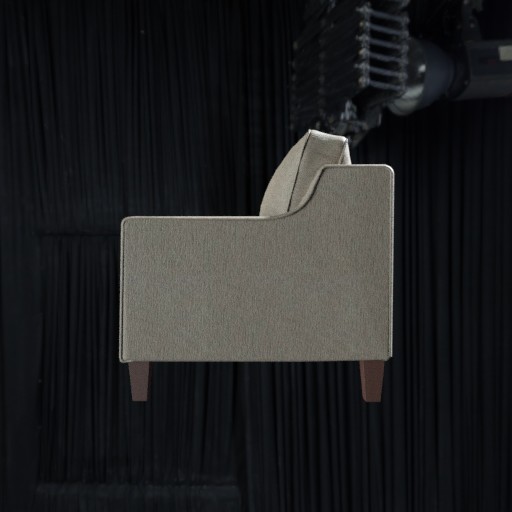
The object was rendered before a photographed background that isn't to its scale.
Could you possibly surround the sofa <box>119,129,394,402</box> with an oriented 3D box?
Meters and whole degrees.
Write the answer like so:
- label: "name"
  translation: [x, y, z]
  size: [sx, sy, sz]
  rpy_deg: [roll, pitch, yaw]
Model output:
- label: "sofa"
  translation: [0.000, 0.000, 2.745]
  size: [1.073, 1.074, 2.181]
  rpy_deg: [0, 1, 0]
